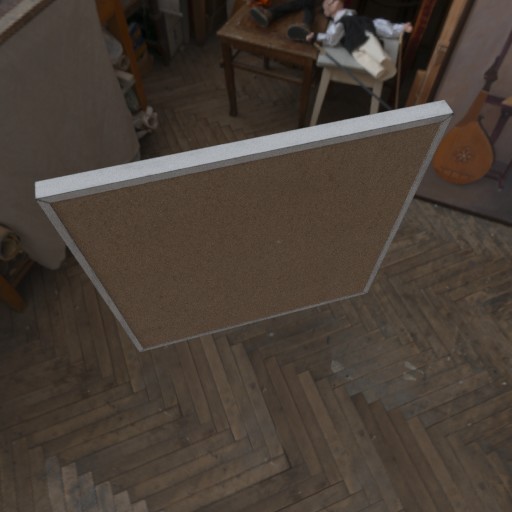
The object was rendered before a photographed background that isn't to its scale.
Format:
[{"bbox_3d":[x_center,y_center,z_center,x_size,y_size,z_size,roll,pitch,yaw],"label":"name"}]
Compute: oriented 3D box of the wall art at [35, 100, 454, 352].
[{"bbox_3d":[0.000,0.000,1.115,0.762,0.762,0.038,-13,60,-8],"label":"wall art"}]
